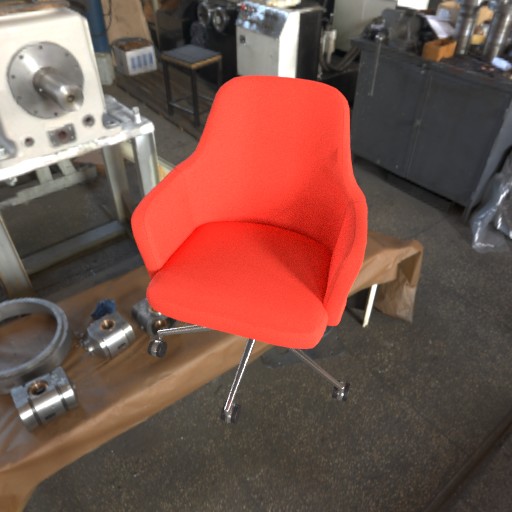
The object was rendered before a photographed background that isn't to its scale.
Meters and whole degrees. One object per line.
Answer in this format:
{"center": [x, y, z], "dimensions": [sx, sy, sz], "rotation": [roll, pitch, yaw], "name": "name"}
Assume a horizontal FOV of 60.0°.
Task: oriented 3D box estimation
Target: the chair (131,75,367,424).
{"center": [0.000, 0.000, 1.250], "dimensions": [0.655, 0.820, 0.600], "rotation": [12, 42, 14], "name": "chair"}
